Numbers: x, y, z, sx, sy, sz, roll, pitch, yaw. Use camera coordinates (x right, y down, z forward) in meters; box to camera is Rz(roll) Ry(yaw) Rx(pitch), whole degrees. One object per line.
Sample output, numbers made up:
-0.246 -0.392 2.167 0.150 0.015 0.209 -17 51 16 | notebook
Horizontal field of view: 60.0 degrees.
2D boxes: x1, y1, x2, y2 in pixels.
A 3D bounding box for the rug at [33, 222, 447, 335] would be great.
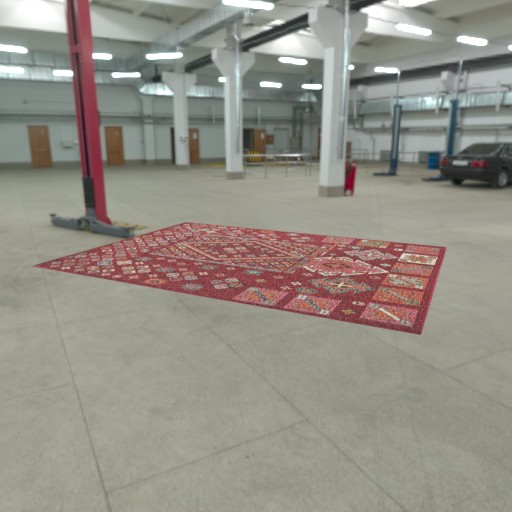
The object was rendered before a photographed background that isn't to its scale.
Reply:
0.000 0.000 2.857 2.184 0.007 1.579 7 16 25 | rug
